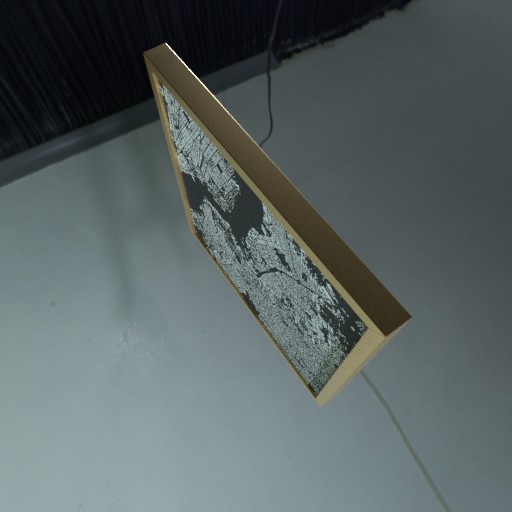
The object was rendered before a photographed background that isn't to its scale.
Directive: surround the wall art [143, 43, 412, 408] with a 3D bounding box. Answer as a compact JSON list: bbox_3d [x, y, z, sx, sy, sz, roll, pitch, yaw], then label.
[{"bbox_3d":[0.000,0.000,0.463,0.023,0.305,0.305,-32,68,-15],"label":"wall art"}]
